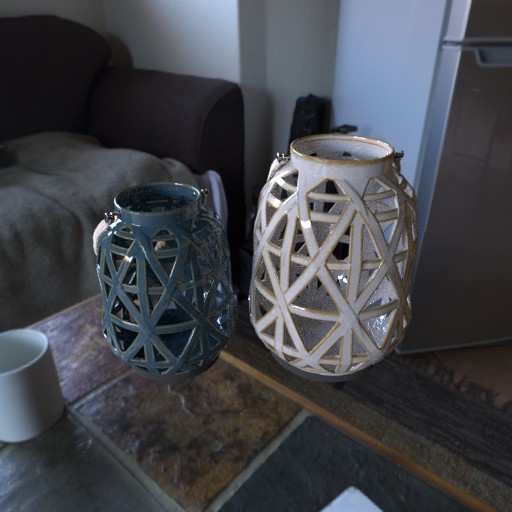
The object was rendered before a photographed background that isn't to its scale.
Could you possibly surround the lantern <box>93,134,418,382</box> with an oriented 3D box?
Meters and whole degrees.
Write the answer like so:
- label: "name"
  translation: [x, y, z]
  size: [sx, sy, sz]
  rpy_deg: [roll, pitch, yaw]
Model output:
- label: "lantern"
  translation: [0.000, 0.000, 0.615]
  size: [0.439, 0.307, 0.245]
  rpy_deg: [-2, 29, -4]
